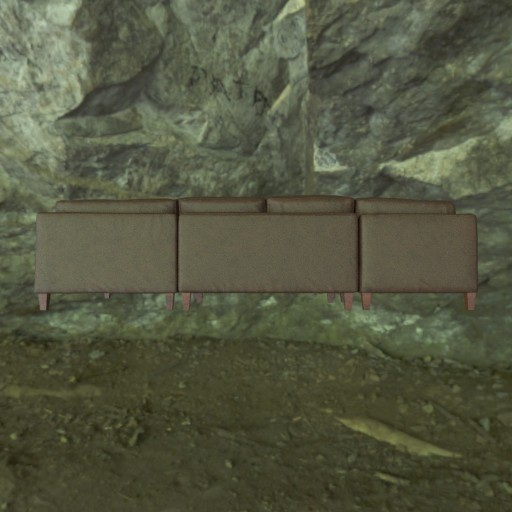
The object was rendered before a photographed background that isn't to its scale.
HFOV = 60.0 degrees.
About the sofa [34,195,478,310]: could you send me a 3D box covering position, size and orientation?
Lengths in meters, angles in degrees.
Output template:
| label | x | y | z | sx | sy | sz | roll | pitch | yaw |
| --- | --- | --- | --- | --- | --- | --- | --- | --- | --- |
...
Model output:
| label | x | y | z | sx | sy | sz | roll | pitch | yaw |
| --- | --- | --- | --- | --- | --- | --- | --- | --- | --- |
| sofa | 0.000 | 0.000 | 4.676 | 3.460 | 0.923 | 2.593 | 0 | -2 | 0 |
